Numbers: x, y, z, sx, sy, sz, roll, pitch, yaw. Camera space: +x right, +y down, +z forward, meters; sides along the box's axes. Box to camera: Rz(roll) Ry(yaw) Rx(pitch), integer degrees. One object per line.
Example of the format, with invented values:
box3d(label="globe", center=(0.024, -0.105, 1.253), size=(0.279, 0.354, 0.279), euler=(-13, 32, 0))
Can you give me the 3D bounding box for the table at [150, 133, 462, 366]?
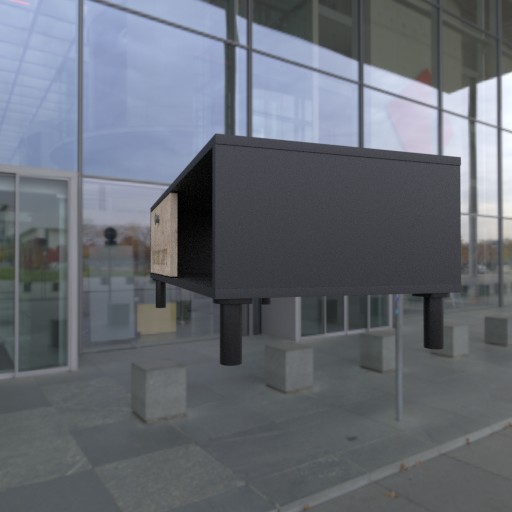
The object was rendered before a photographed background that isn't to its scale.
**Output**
box3d(label="table", center=(0.000, 0.000, 1.355), size=(0.550, 0.400, 1.100), euler=(0, -1, -19))
